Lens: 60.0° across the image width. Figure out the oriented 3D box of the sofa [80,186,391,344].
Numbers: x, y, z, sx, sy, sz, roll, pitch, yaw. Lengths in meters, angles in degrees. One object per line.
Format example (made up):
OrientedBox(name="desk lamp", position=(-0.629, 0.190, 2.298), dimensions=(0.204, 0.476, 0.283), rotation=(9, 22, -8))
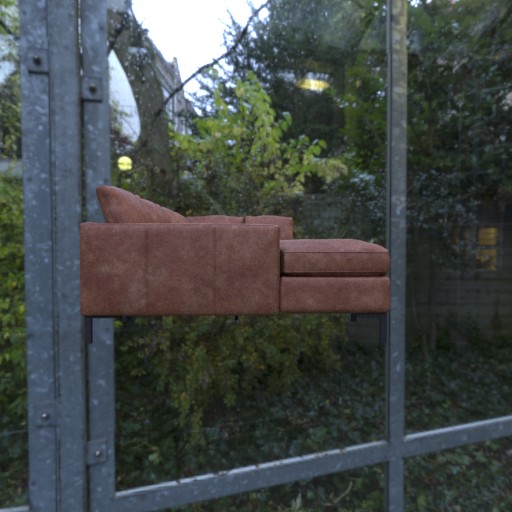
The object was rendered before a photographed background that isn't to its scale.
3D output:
OrientedBox(name="sofa", position=(0.000, 0.000, 3.857), dimensions=(1.939, 0.900, 2.956), rotation=(0, 1, 0))
